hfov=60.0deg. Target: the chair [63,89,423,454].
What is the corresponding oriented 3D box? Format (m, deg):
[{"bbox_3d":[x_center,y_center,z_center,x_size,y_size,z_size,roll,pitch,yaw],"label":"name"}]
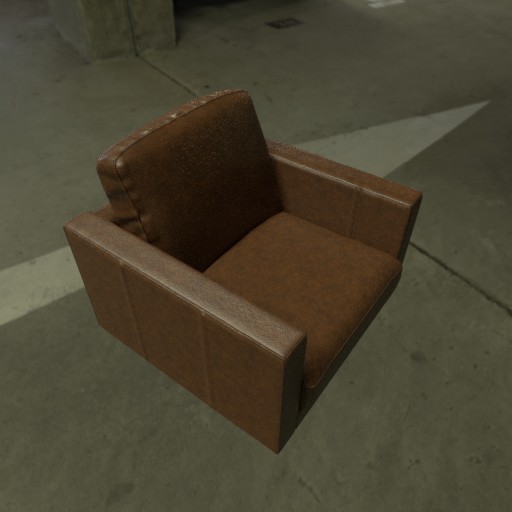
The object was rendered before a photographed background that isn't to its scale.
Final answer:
[{"bbox_3d":[0.000,0.000,1.635,0.909,0.956,0.890,27,49,26],"label":"chair"}]
